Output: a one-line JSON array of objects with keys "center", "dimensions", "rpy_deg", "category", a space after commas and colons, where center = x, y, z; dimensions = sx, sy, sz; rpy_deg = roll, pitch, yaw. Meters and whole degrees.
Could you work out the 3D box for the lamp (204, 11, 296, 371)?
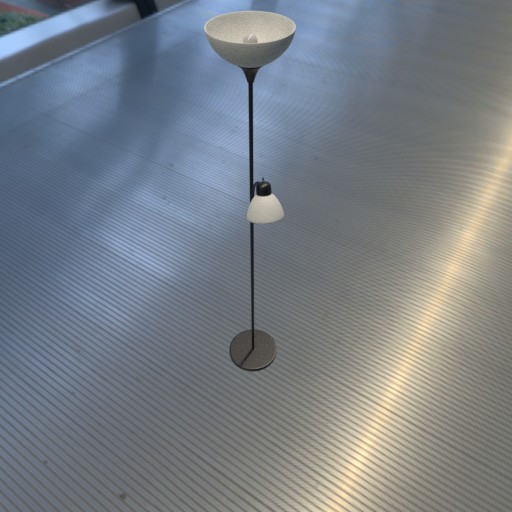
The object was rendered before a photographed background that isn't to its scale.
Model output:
[{"center": [0.000, 0.000, 1.913], "dimensions": [0.279, 1.804, 0.442], "rpy_deg": [-9, 47, -8], "category": "lamp"}]
